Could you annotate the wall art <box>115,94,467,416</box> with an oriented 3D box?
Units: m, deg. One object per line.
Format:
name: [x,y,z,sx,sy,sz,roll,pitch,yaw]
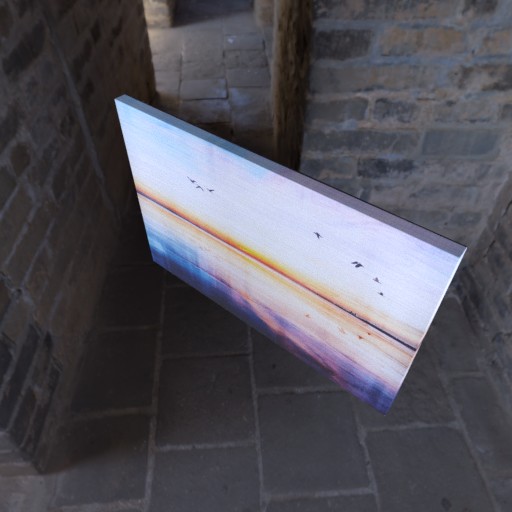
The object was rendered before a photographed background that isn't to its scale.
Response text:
wall art: [0.000,0.000,1.172,0.911,0.605,0.037,30,53,26]
